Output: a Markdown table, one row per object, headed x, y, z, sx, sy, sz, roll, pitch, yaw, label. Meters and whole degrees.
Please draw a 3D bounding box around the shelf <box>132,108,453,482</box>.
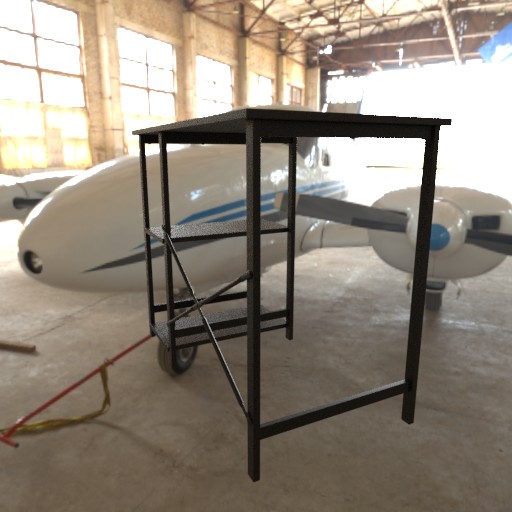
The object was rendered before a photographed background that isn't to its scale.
| x | y | z | sx | sy | sz | roll | pitch | yaw | label |
| --- | --- | --- | --- | --- | --- | --- | --- | --- | --- |
| 0.000 | 0.000 | 1.327 | 0.498 | 0.749 | 0.902 | -7 | 15 | -26 | shelf |
